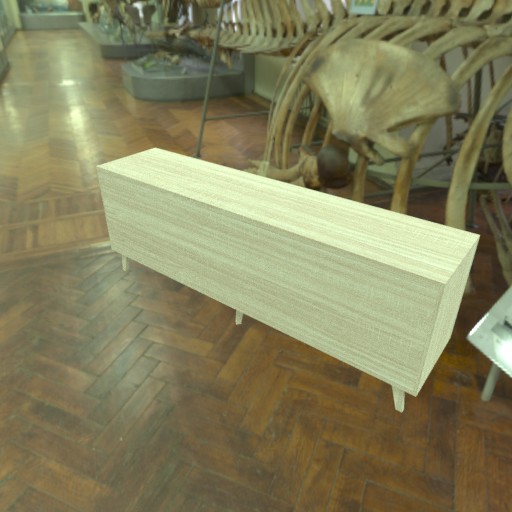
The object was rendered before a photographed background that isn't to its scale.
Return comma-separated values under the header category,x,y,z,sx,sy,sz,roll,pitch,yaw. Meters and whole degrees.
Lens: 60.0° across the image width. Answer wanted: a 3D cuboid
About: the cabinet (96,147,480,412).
category,x,y,z,sx,sy,sz,roll,pitch,yaw
cabinet,0.000,0.000,2.630,2.200,0.780,0.500,21,37,32
